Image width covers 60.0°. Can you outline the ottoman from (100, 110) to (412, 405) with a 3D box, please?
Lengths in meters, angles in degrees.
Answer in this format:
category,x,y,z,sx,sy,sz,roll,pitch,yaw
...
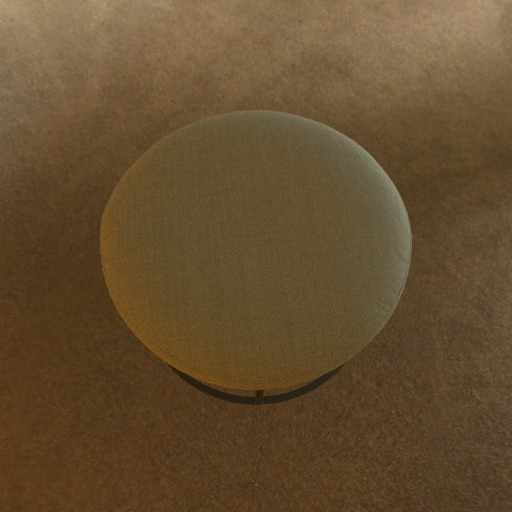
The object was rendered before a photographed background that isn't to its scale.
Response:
category,x,y,z,sx,sy,sz,roll,pitch,yaw
ottoman,0.000,0.000,1.243,0.772,0.460,0.772,0,63,0
